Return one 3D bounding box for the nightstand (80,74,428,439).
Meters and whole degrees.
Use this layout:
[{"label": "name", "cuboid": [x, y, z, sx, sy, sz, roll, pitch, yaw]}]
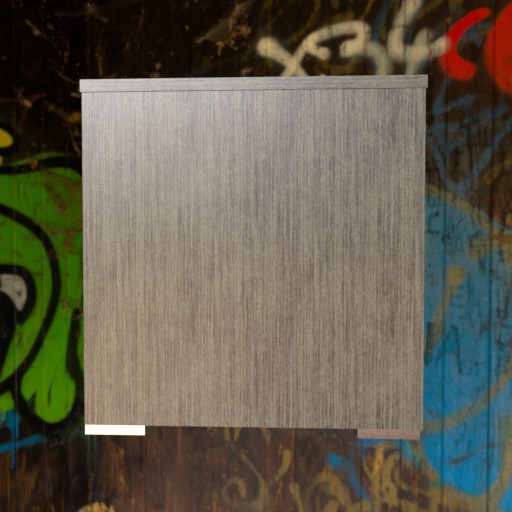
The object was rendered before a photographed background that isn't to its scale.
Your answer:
[{"label": "nightstand", "cuboid": [0.000, 0.000, 0.729, 0.441, 0.460, 0.325, 0, 1, 2]}]
